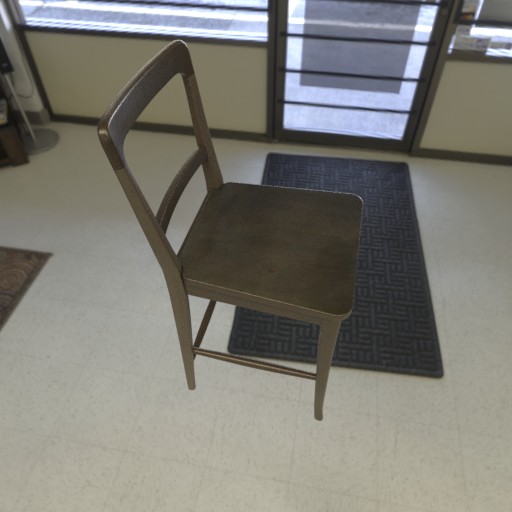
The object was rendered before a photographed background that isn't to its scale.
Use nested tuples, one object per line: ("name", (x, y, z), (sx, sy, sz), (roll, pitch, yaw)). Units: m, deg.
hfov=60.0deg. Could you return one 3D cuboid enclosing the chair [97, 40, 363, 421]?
("chair", (0.000, 0.000, 1.254), (0.546, 0.991, 0.450), (10, 48, 9))
